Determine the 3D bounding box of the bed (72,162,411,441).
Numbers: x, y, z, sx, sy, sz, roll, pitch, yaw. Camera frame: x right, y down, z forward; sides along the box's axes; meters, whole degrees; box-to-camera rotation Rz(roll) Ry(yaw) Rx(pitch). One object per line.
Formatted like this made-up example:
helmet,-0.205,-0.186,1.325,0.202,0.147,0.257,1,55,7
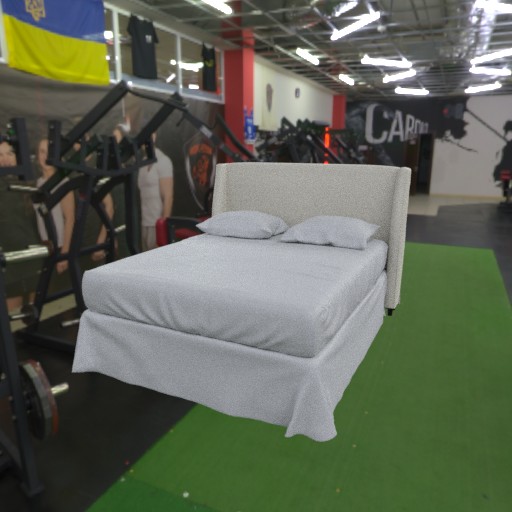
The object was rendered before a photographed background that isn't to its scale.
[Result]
bed,0.000,0.000,3.449,1.925,1.332,2.276,7,16,26
